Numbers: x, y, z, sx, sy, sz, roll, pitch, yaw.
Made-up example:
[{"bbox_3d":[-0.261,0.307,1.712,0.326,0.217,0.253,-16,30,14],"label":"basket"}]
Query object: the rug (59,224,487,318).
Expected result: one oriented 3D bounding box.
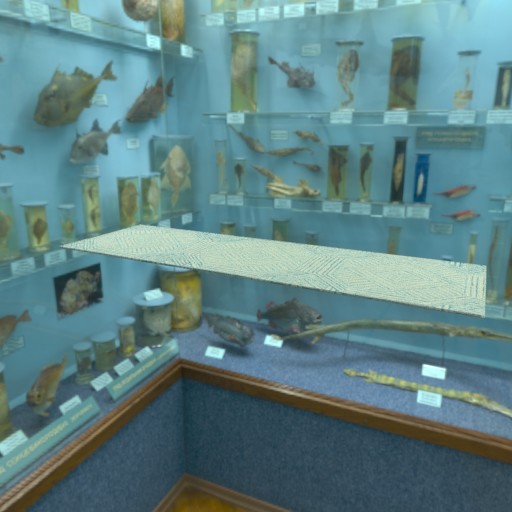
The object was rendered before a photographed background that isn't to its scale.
[{"bbox_3d":[0.000,0.000,2.642,2.452,0.012,0.775,8,18,26],"label":"rug"}]
